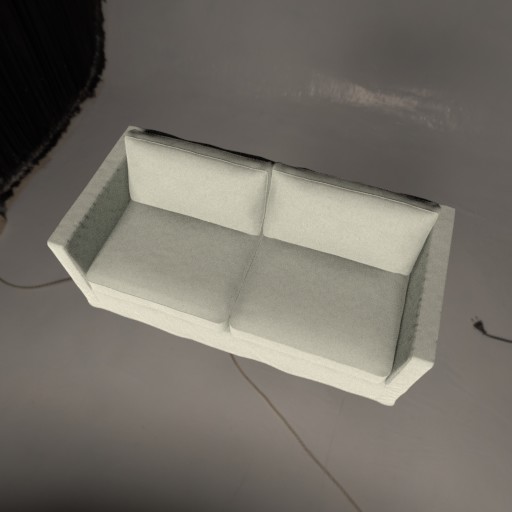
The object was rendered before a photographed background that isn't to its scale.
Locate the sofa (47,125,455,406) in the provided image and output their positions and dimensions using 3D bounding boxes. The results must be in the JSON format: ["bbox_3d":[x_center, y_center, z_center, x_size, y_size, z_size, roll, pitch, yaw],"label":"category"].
[{"bbox_3d":[0.000,0.000,2.562,1.987,0.870,0.940,16,60,10],"label":"sofa"}]
